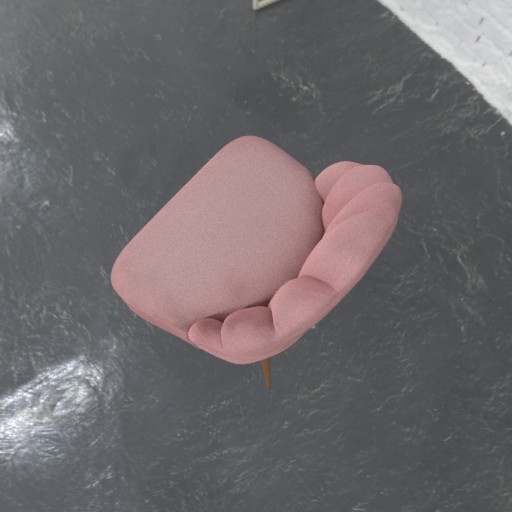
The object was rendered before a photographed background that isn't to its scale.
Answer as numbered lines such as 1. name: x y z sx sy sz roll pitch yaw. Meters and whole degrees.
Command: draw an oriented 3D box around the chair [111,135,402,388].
1. chair: 0.000 0.000 1.276 0.599 0.819 0.657 34 68 15
